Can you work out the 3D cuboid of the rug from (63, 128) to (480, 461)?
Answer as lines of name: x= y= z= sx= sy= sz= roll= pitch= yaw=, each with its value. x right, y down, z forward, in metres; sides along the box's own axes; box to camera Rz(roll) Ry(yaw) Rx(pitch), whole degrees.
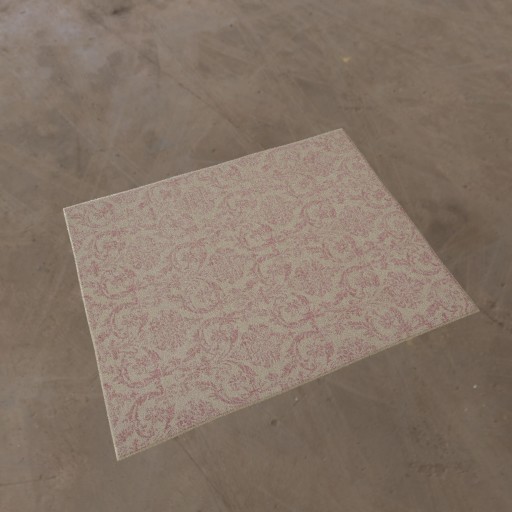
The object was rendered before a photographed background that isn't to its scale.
rug: x=0.000 y=0.000 z=3.900 sx=2.980 sy=0.012 sz=2.363 roll=-19 pitch=59 yaw=-12
